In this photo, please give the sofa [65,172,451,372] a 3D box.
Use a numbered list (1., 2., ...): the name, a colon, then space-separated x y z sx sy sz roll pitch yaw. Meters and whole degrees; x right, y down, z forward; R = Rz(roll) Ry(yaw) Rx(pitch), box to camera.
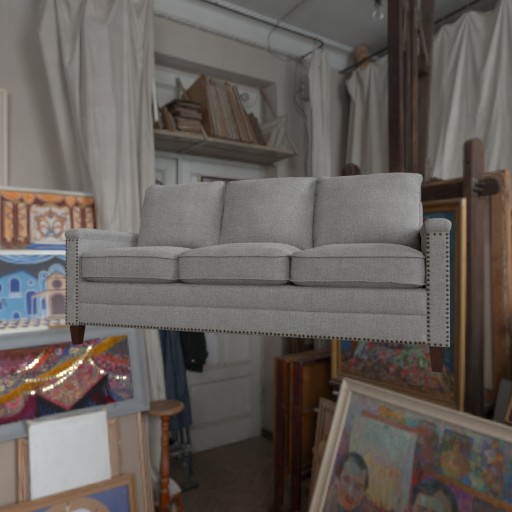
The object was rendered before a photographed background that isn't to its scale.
1. sofa: 0.000 0.000 2.452 1.925 0.959 0.828 0 0 19
